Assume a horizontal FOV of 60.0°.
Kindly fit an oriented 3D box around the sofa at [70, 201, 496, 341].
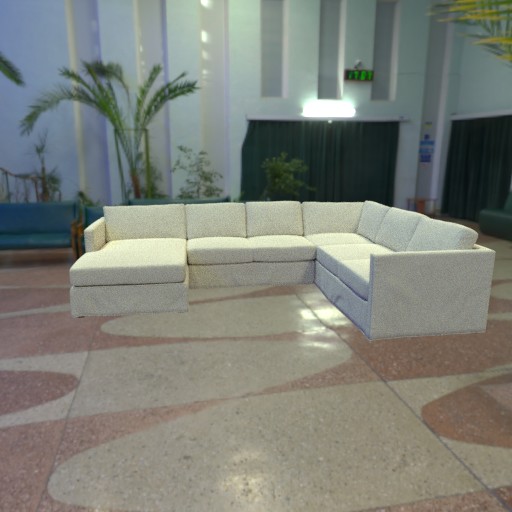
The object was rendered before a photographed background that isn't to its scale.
[{"bbox_3d":[0.000,0.000,4.441,3.464,0.882,2.448,-2,13,-9],"label":"sofa"}]
